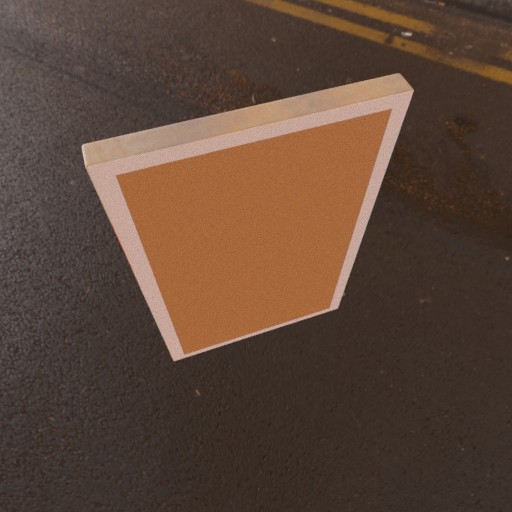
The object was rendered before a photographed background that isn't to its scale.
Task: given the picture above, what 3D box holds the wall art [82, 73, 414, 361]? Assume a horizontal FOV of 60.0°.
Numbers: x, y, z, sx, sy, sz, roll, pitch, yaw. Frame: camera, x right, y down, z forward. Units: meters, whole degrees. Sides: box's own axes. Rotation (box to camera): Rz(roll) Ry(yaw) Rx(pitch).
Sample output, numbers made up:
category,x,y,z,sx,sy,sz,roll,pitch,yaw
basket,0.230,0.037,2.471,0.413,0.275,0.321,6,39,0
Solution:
category,x,y,z,sx,sy,sz,roll,pitch,yaw
wall art,0.000,0.000,0.776,0.401,0.610,0.038,-16,59,-10
